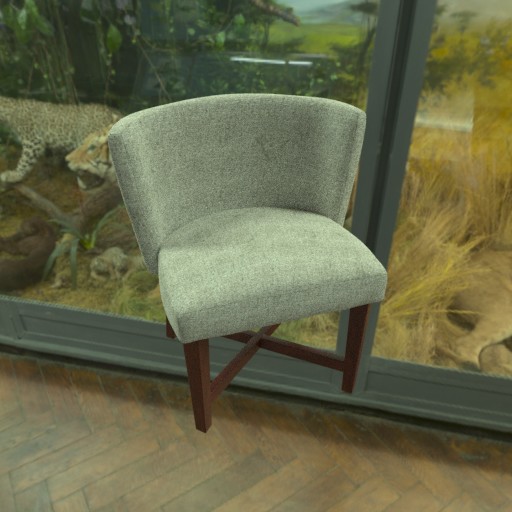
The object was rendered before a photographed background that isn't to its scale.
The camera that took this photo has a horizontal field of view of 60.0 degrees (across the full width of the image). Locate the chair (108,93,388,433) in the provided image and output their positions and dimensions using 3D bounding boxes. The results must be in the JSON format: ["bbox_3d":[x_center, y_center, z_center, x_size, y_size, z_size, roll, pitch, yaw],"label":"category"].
[{"bbox_3d":[0.000,0.000,1.329,0.728,0.827,0.575,-10,33,-15],"label":"chair"}]
